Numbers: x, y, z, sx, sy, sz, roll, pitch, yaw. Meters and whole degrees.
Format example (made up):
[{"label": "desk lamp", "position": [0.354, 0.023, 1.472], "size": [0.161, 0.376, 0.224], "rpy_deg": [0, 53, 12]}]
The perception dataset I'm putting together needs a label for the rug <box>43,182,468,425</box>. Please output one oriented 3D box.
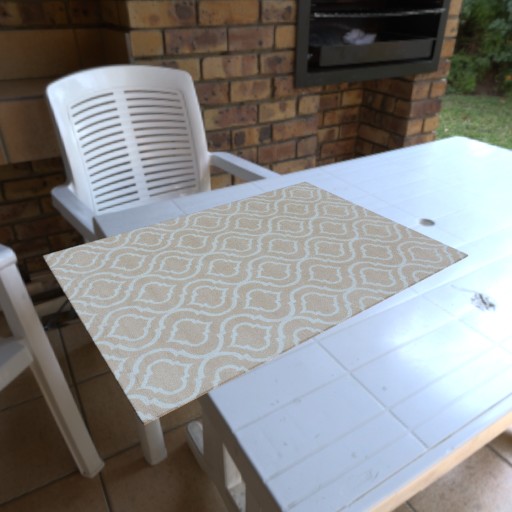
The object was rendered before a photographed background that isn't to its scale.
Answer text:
[{"label": "rug", "position": [0.000, 0.000, 2.722], "size": [2.134, 0.010, 1.524], "rpy_deg": [-20, 36, -30]}]
